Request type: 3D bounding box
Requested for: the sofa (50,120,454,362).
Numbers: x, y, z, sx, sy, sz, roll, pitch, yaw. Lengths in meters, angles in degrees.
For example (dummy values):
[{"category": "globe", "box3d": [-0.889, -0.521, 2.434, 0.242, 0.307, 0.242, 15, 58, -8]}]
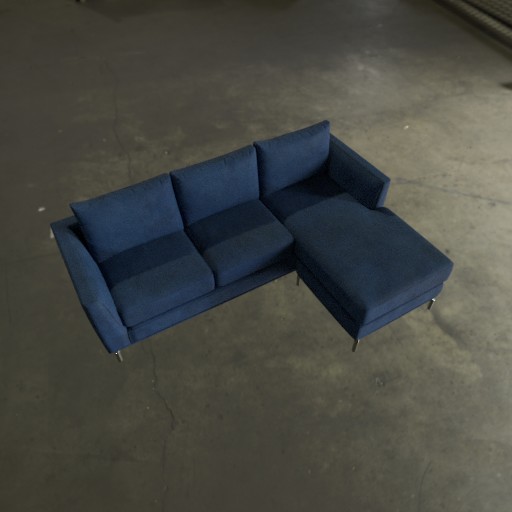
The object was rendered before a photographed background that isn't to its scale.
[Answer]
[{"category": "sofa", "box3d": [0.000, 0.000, 3.251, 2.438, 0.987, 1.622, -23, 51, -20]}]
